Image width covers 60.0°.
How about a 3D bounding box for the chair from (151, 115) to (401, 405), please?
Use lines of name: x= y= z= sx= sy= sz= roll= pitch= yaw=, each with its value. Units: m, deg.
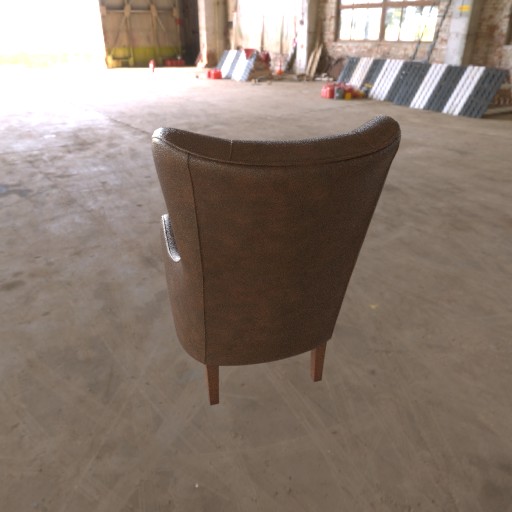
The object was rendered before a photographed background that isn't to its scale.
chair: x=0.000 y=0.000 z=1.628 sx=0.692 sy=1.048 sz=0.914 roll=-8 pitch=28 yaw=-15
